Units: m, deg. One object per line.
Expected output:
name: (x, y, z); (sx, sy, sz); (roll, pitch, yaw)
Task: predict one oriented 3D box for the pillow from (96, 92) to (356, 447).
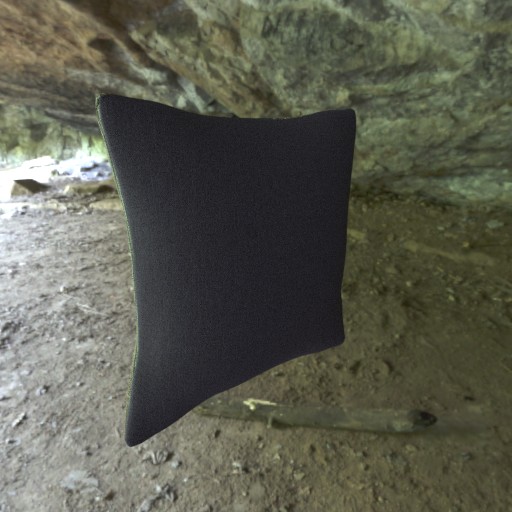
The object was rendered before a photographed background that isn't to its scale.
pillow: (0.000, 0.000, 0.635); (0.437, 0.419, 0.136); (-13, 20, -40)
